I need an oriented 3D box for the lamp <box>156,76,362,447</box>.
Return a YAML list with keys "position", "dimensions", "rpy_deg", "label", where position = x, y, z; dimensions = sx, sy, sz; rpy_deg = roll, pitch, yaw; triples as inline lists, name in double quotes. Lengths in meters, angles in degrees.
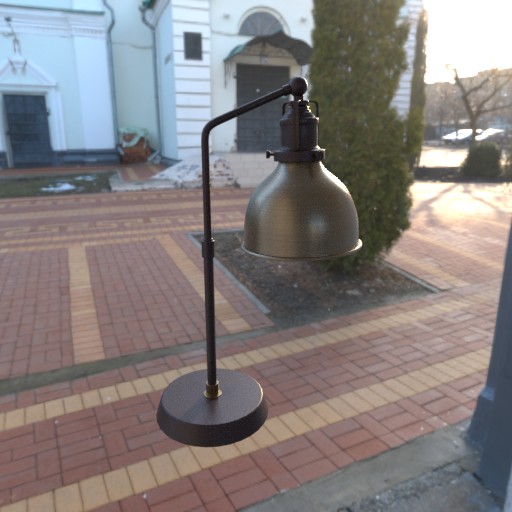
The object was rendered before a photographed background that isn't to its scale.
- position: [0.000, 0.000, 0.615]
  dimensions: [0.298, 0.469, 0.175]
  rpy_deg: [-3, 16, -10]
  label: "lamp"
